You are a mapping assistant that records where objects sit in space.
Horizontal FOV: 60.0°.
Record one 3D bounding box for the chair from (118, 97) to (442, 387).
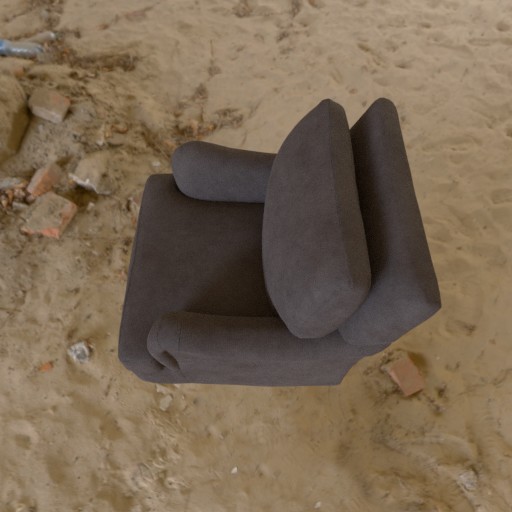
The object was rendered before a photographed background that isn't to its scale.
[{"bbox_3d":[0.000,0.000,1.849,1.070,0.997,0.955,0,59,0],"label":"chair"}]
